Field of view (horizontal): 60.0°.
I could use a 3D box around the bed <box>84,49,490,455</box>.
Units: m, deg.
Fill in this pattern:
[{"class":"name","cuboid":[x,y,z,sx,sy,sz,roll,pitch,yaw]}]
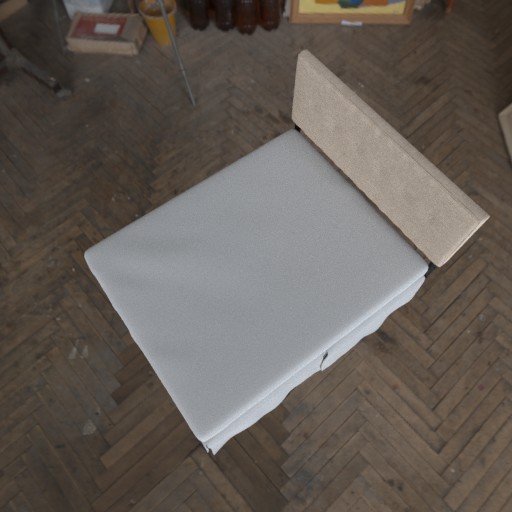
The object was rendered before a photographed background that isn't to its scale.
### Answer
[{"class":"bed","cuboid":[0.000,0.000,2.982,1.978,1.270,1.643,-34,69,-14]}]
